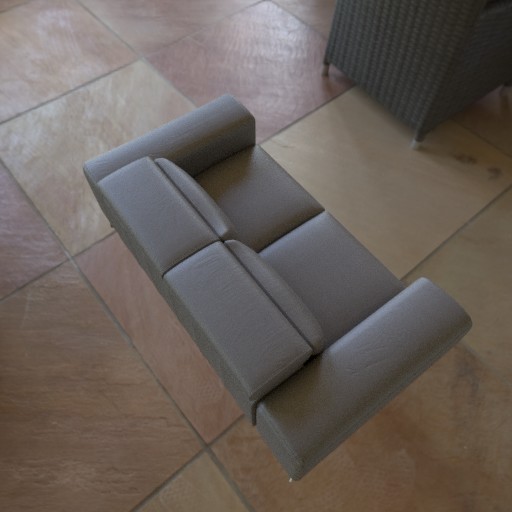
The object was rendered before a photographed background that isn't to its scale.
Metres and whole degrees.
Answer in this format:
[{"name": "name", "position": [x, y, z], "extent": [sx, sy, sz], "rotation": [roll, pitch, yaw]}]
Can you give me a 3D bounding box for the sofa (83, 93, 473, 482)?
[{"name": "sofa", "position": [0.000, 0.000, 2.367], "extent": [1.024, 0.753, 1.930], "rotation": [-32, 64, -18]}]
